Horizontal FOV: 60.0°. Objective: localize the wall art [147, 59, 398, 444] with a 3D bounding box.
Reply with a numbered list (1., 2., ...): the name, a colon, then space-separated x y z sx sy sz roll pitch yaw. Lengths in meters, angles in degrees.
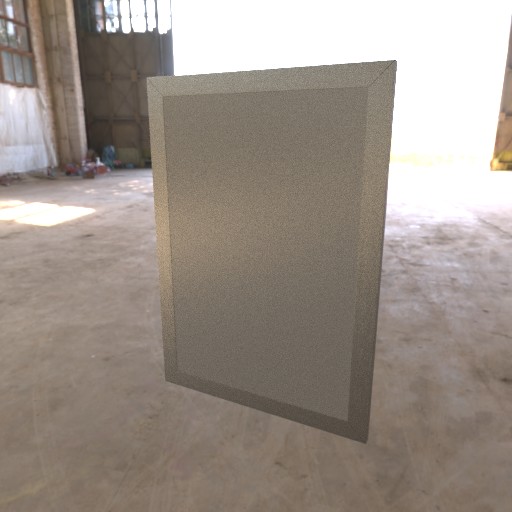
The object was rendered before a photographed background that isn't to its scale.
1. wall art: 0.000 0.000 0.678 0.376 0.529 0.013 8 17 27
